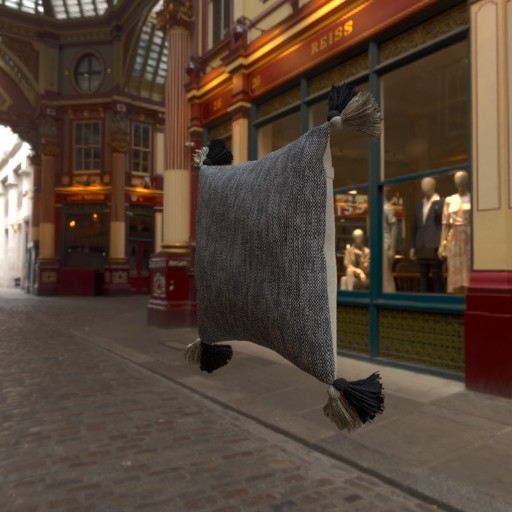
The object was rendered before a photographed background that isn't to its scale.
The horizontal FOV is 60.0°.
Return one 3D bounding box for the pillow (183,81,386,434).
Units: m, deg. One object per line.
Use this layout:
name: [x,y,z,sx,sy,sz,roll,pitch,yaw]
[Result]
pillow: [0.000,0.000,1.000,0.170,0.659,0.654,1,-1,-37]
